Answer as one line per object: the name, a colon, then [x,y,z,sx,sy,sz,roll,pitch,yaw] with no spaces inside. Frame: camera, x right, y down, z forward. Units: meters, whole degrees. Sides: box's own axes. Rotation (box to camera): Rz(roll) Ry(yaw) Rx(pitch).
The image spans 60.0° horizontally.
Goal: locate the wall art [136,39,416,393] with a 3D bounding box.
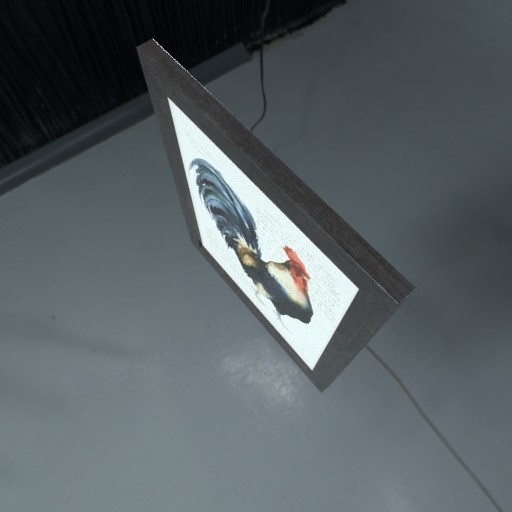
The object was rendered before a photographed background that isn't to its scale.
wall art: [0.000,0.000,0.789,0.027,0.580,0.479,-37,70,-16]
